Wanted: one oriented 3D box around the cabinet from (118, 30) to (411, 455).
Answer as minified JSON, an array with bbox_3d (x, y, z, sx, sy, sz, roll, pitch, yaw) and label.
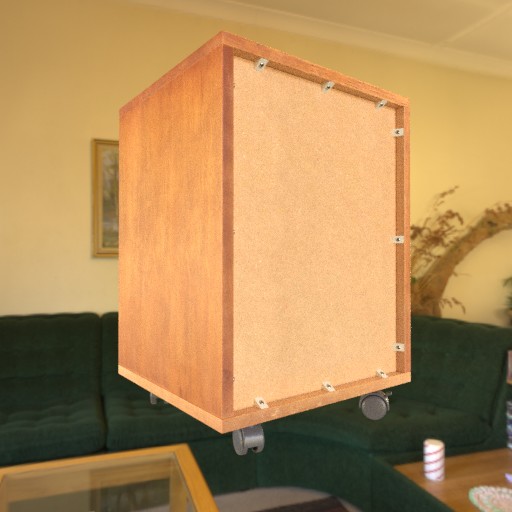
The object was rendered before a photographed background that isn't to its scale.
[{"bbox_3d":[0.000,0.000,0.852,0.409,0.579,0.401,0,-1,-37],"label":"cabinet"}]
